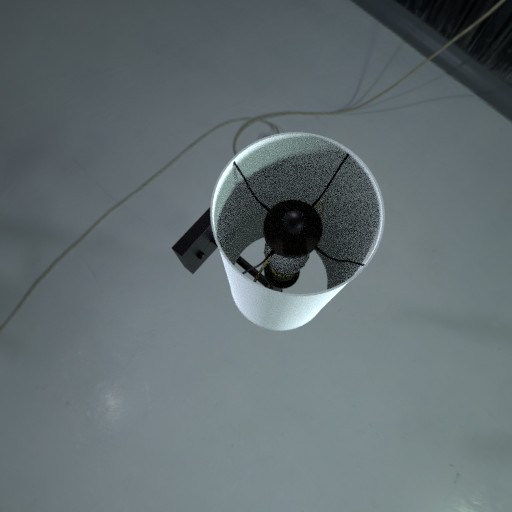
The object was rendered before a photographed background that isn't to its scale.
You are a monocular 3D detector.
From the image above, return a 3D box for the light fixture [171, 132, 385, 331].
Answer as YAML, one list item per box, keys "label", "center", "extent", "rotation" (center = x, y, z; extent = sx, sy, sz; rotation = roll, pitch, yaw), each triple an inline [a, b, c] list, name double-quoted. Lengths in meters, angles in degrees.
- label: "light fixture"
  center: [0.000, 0.000, 0.555]
  extent: [0.208, 0.462, 0.128]
  rotation: [40, 79, 10]
